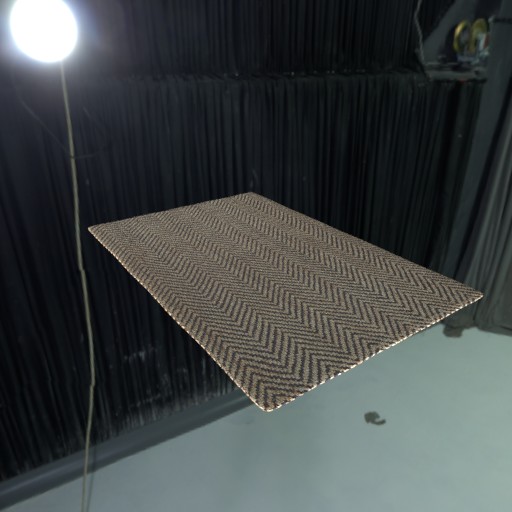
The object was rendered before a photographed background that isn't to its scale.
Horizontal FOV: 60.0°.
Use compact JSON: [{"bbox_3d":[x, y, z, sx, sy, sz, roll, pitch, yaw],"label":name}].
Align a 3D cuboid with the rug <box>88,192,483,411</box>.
[{"bbox_3d":[0.000,0.000,2.327,1.219,0.008,1.828,-17,31,-31],"label":"rug"}]
